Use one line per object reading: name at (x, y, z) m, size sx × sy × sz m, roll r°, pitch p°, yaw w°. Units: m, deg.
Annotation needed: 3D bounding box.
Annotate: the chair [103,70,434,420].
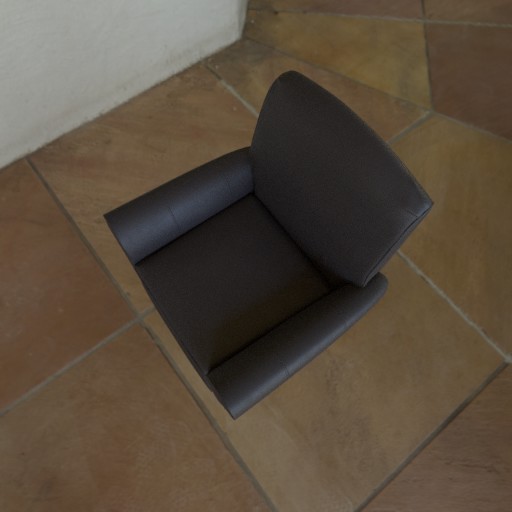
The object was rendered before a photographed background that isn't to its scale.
chair at (0.000, 0.000, 1.838) m, size 0.902 × 1.061 × 0.978 m, roll -32°, pitch 68°, yaw -15°
